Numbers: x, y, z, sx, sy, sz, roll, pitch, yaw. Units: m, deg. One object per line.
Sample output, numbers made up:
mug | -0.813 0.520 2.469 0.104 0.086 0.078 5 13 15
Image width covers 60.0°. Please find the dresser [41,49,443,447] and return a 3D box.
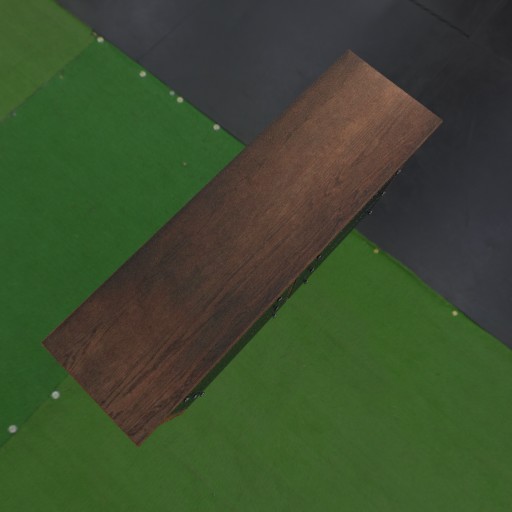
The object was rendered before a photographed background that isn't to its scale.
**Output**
dresser | 0.000 0.000 1.951 0.463 0.856 1.551 42 79 10
